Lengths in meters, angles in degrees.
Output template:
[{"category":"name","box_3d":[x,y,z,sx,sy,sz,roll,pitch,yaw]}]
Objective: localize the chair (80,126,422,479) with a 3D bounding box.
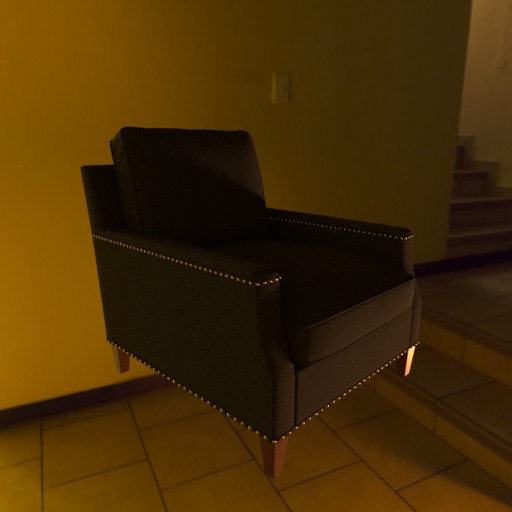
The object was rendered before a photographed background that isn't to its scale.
[{"category":"chair","box_3d":[0.000,0.000,1.674,1.014,0.943,0.853,14,20,43]}]
